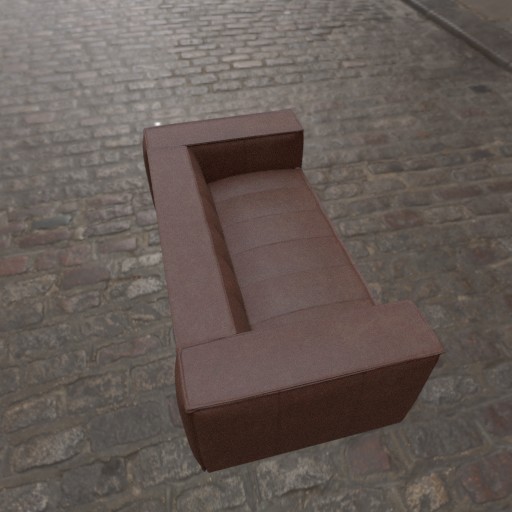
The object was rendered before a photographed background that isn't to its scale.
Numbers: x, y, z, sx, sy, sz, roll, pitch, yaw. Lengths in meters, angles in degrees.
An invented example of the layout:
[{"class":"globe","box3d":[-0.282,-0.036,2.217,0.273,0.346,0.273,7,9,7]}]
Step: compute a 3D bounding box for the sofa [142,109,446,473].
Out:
[{"class":"sofa","box3d":[0.000,0.000,2.589,1.102,0.703,2.088,-10,47,-10]}]
